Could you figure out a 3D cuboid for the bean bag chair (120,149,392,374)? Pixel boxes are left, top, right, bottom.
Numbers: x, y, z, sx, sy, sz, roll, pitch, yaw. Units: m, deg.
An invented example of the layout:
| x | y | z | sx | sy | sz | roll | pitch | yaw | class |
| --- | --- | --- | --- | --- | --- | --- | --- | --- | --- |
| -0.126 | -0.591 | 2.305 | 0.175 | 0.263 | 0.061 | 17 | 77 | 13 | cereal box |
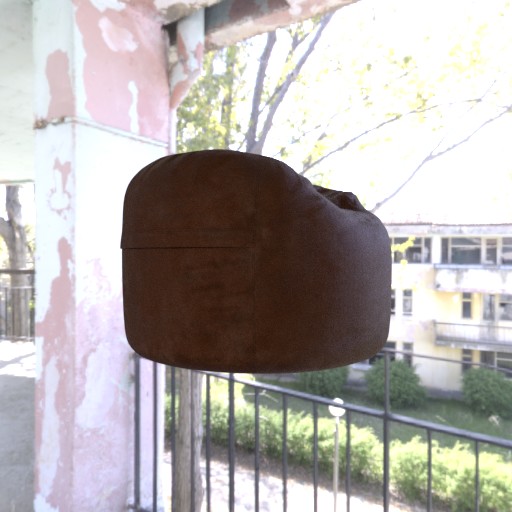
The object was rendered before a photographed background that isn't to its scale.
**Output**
| x | y | z | sx | sy | sz | roll | pitch | yaw | class |
| --- | --- | --- | --- | --- | --- | --- | --- | --- | --- |
| 0.000 | 0.000 | 1.560 | 0.918 | 0.616 | 0.918 | 0 | 0 | 0 | bean bag chair |
